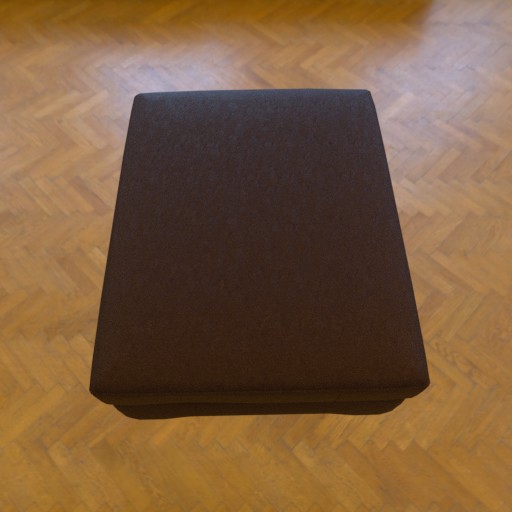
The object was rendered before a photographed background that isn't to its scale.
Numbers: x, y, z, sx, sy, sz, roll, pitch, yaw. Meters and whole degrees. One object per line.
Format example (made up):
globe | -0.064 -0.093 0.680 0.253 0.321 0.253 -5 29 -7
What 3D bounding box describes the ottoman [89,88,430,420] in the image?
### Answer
ottoman | 0.000 0.000 1.764 0.967 0.730 1.187 -1 62 -1
